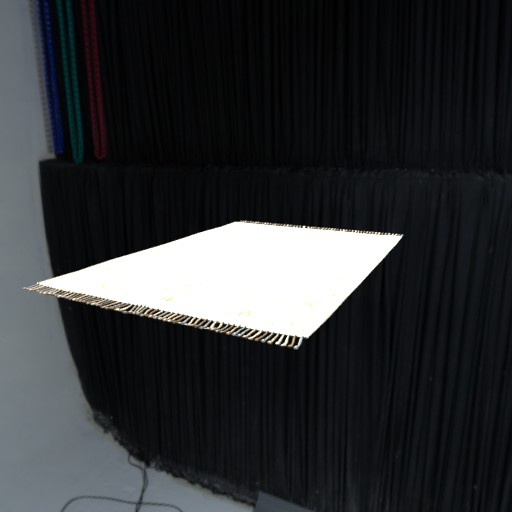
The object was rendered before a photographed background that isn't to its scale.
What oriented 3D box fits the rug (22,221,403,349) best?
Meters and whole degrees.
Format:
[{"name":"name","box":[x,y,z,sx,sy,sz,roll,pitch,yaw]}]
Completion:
[{"name":"rug","box":[0.000,0.000,2.337,1.218,0.017,1.861,7,16,26]}]
